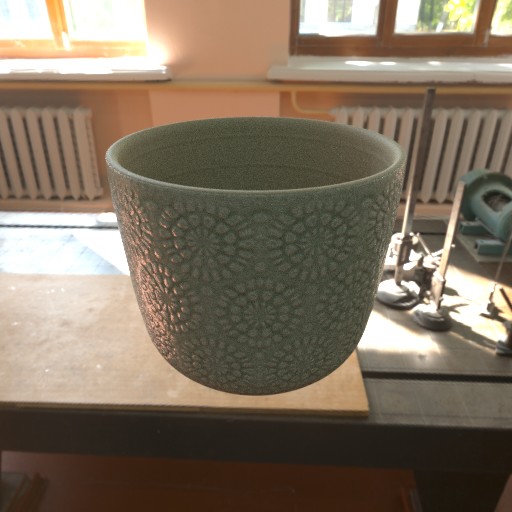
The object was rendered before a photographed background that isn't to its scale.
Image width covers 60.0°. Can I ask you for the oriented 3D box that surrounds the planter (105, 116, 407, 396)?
[{"bbox_3d":[0.000,0.000,0.215,0.124,0.109,0.124,0,28,0],"label":"planter"}]
